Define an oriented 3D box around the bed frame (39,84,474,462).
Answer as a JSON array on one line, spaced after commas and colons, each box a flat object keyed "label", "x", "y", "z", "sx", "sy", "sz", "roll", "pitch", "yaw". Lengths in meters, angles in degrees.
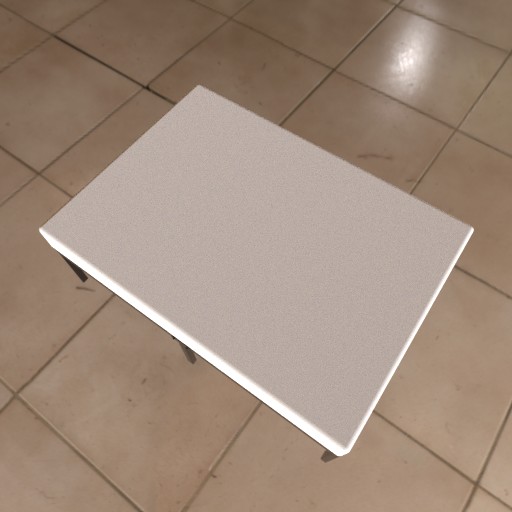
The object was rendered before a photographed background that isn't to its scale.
[{"label": "bed frame", "x": 0.000, "y": 0.000, "z": 2.707, "sx": 1.956, "sy": 0.659, "sz": 1.408, "roll": 32, "pitch": 66, "yaw": 16}]
